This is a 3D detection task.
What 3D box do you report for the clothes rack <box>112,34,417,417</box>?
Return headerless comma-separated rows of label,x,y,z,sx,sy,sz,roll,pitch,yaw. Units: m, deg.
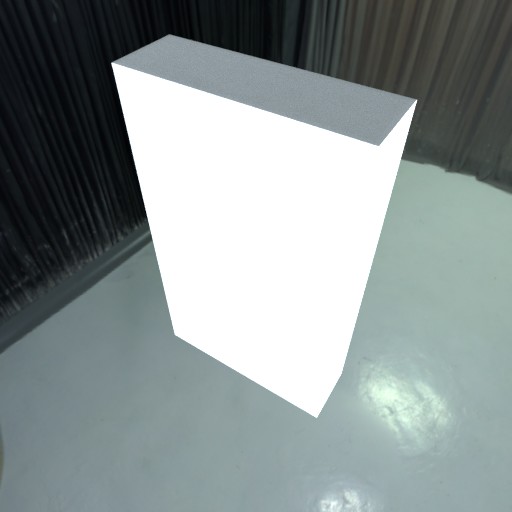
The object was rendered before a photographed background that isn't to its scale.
clothes rack,0.000,0.000,1.570,0.750,1.280,0.250,25,51,22
